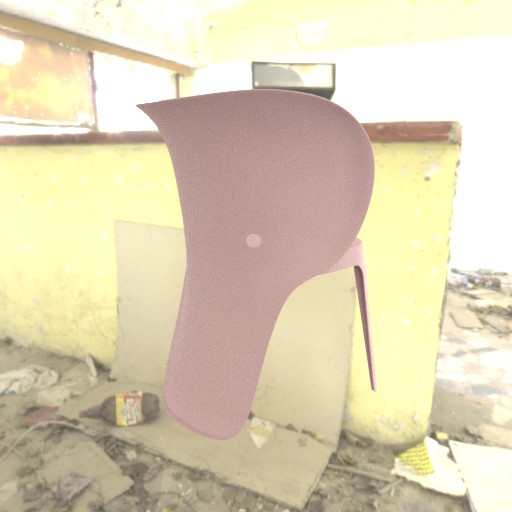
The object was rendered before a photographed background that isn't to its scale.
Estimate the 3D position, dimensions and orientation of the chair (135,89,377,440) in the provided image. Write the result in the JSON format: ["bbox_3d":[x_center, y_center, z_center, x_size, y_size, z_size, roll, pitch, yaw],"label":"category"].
[{"bbox_3d":[0.000,0.000,0.857,0.402,0.554,0.451,-13,18,-43],"label":"chair"}]
